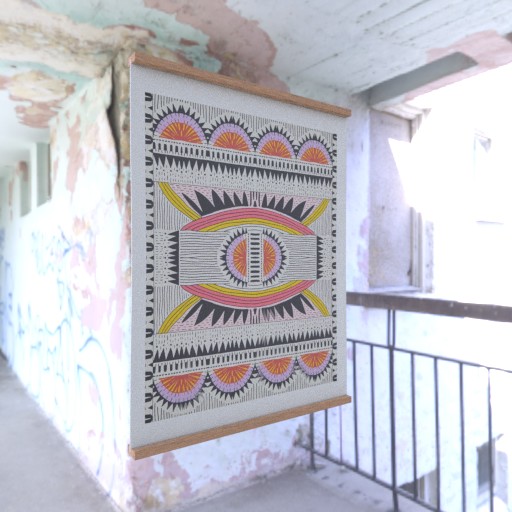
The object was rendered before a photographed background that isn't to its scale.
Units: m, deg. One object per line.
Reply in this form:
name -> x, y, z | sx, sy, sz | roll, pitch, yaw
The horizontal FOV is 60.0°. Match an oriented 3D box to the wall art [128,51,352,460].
wall art -> 0.000, 0.000, 0.697 | 0.403, 0.527, 0.028 | 0, 0, -35
